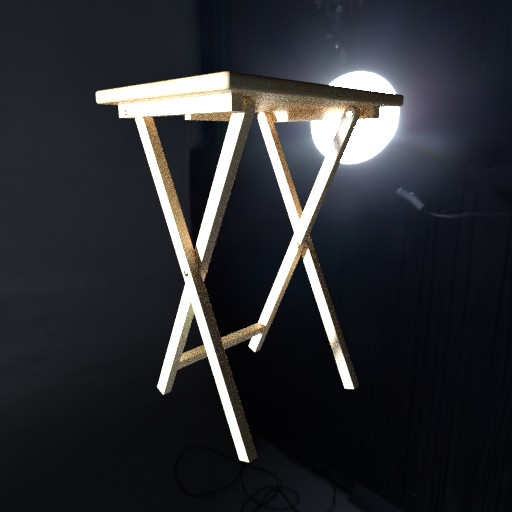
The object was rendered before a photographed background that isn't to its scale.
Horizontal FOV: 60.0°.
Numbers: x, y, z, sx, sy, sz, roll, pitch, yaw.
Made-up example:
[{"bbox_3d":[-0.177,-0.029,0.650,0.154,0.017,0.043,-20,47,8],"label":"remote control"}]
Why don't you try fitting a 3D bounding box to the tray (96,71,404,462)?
[{"bbox_3d":[0.000,0.000,0.954,0.381,0.660,0.483,14,21,43],"label":"tray"}]
